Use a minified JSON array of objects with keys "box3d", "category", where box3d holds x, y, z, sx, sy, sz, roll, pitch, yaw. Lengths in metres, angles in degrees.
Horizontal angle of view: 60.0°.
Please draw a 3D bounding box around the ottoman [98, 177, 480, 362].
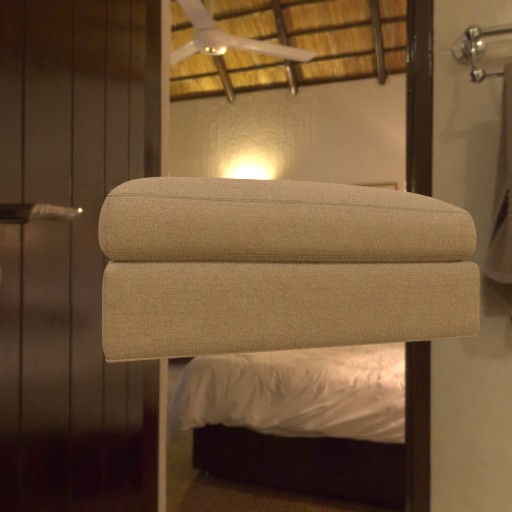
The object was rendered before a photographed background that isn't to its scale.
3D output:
[{"box3d":[0.000,0.000,1.589,1.041,0.470,1.041,0,0,-18],"category":"ottoman"}]
